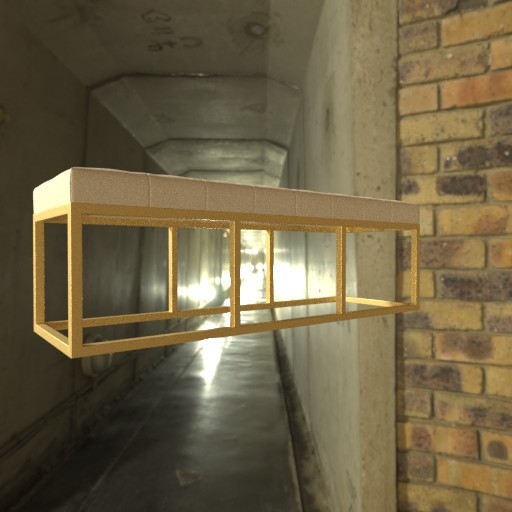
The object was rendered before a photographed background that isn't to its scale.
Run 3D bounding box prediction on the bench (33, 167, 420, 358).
[{"bbox_3d":[0.000,0.000,1.699,1.473,0.484,0.457,-1,1,-37],"label":"bench"}]
